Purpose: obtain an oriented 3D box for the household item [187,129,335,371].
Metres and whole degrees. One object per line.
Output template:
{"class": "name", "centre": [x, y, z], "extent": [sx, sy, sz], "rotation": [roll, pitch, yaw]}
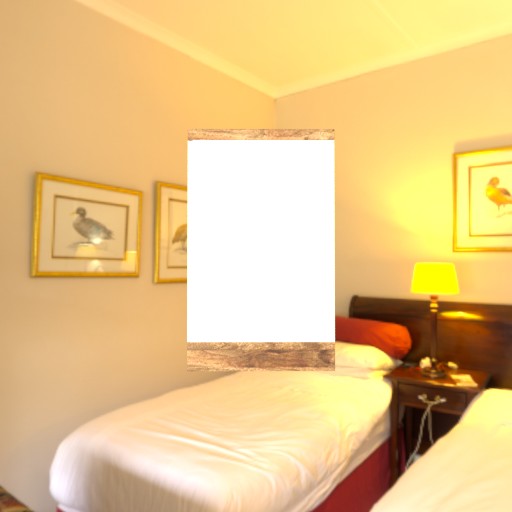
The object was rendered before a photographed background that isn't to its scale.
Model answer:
{"class": "household item", "centre": [0.000, 0.000, 2.025], "extent": [0.390, 0.615, 1.800], "rotation": [0, -1, 0]}
